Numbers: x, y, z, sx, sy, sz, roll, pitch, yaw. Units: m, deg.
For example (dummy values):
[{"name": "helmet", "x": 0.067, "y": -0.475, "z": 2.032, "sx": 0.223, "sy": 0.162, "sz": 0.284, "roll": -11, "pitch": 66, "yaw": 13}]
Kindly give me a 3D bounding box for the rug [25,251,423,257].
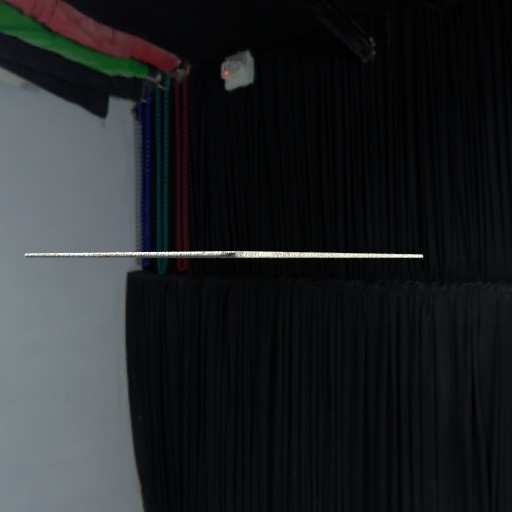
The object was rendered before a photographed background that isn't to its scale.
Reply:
[{"name": "rug", "x": 0.000, "y": 0.000, "z": 3.447, "sx": 1.798, "sy": 0.025, "sz": 2.698, "roll": 0, "pitch": 0, "yaw": 36}]
